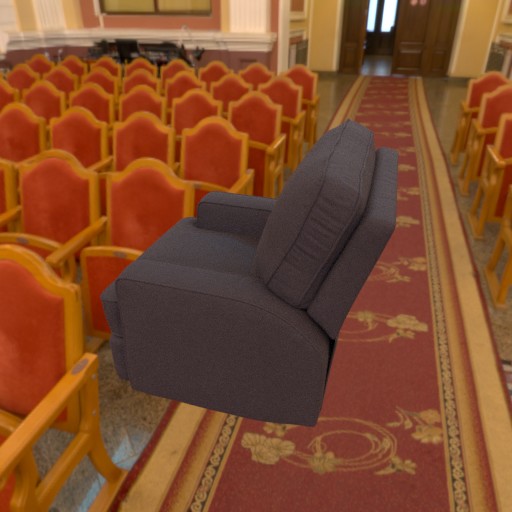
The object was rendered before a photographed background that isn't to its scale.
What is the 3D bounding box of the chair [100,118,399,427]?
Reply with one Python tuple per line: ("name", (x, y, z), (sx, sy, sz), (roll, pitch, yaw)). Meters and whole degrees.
("chair", (0.000, 0.000, 1.736), (0.964, 0.962, 0.861), (8, 30, 14))
